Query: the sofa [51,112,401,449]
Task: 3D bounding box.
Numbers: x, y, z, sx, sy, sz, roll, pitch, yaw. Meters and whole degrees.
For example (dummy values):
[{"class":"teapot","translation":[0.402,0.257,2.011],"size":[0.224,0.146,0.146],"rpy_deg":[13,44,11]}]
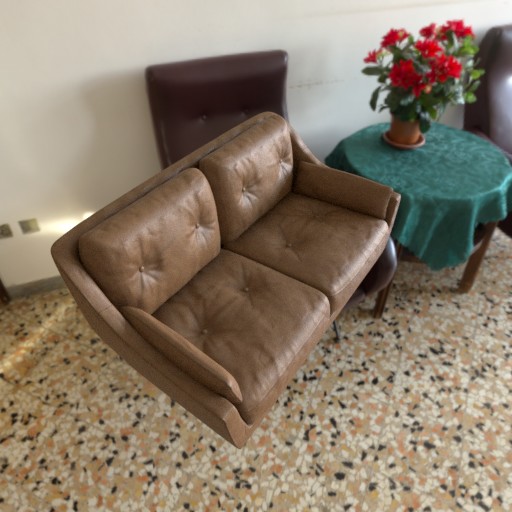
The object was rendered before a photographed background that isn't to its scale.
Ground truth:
[{"class":"sofa","translation":[0.000,0.000,2.327],"size":[0.981,0.886,1.731],"rpy_deg":[24,46,25]}]
